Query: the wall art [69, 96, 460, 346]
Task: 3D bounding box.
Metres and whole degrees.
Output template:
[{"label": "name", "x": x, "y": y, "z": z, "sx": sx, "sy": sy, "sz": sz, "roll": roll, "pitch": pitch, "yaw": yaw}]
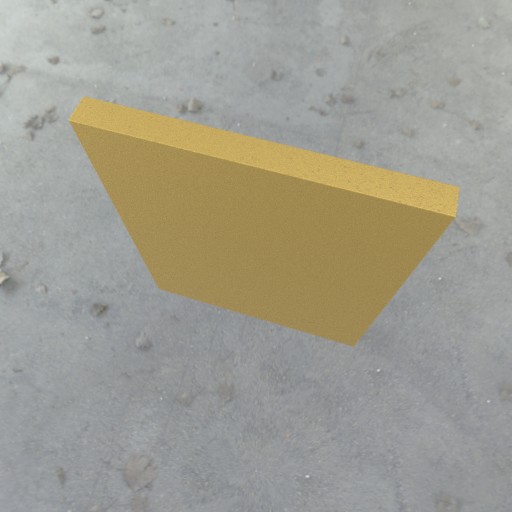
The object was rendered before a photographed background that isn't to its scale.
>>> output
[{"label": "wall art", "x": 0.000, "y": 0.000, "z": 0.885, "sx": 0.537, "sy": 0.642, "sz": 0.048, "roll": 15, "pitch": 65, "yaw": 7}]
